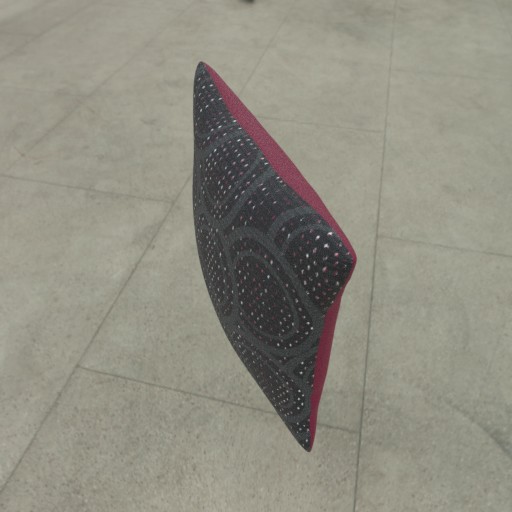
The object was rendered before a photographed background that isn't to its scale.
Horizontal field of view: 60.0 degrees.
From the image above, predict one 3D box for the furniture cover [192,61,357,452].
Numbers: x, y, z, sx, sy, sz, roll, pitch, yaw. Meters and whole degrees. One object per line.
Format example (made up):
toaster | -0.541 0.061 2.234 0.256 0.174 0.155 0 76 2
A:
furniture cover | 0.000 0.000 0.812 0.193 0.509 0.552 -16 47 -15
